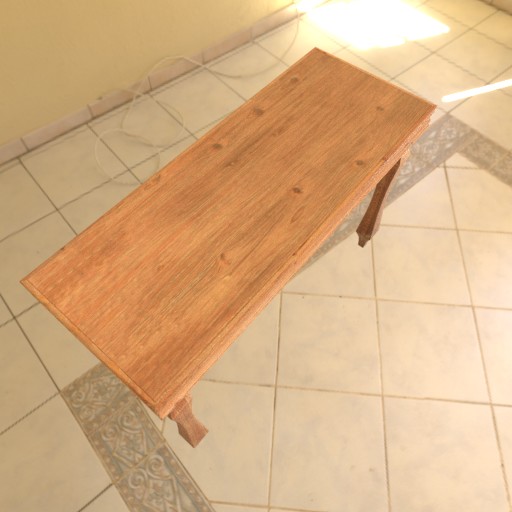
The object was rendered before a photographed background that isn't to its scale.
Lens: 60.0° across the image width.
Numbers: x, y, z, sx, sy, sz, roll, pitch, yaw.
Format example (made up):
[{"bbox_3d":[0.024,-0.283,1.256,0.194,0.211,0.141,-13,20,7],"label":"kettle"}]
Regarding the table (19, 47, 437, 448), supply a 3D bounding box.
[{"bbox_3d":[0.000,0.000,1.721,0.522,0.873,1.330,36,65,20],"label":"table"}]
